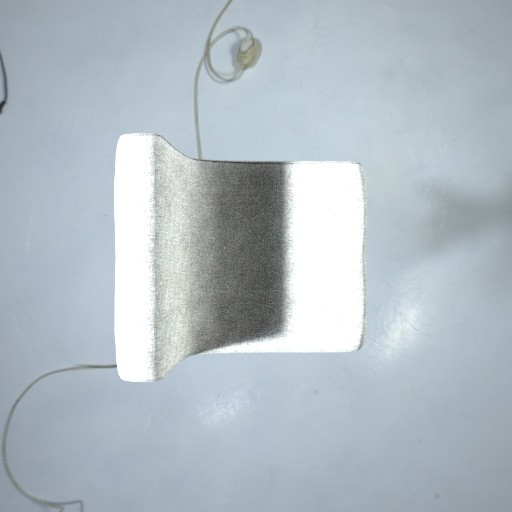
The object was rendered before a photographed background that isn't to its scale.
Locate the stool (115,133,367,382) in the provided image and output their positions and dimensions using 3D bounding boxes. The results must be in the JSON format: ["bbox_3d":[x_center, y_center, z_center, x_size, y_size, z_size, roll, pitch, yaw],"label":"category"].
[{"bbox_3d":[0.000,0.000,1.222,0.499,0.965,0.426,0,90,0],"label":"stool"}]
